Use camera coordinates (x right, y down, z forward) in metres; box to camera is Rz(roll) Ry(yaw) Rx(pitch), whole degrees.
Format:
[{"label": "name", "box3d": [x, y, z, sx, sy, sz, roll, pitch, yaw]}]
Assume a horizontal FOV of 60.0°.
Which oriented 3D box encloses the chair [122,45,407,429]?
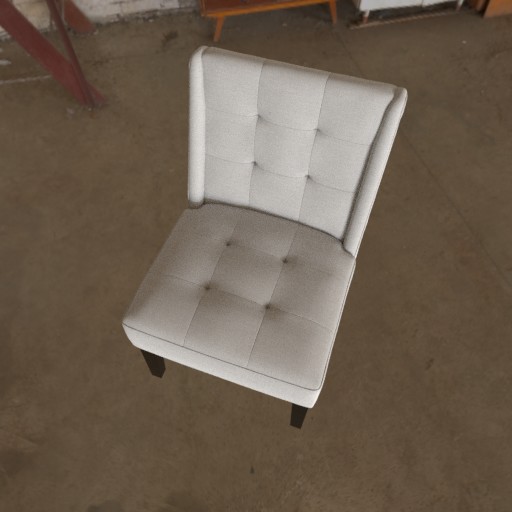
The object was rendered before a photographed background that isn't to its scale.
[{"label": "chair", "box3d": [0.000, 0.000, 1.304, 0.569, 0.853, 0.676, 17, 59, 10]}]
